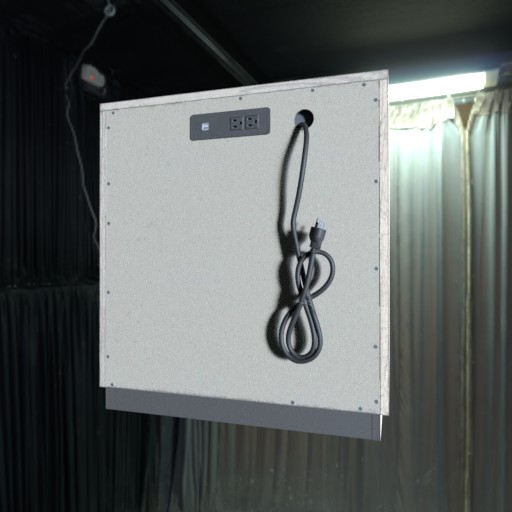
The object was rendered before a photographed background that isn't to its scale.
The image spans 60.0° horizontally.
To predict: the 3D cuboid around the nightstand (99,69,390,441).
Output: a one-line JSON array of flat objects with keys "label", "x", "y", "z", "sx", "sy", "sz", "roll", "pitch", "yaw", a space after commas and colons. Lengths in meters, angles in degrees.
[{"label": "nightstand", "x": 0.000, "y": 0.000, "z": 1.061, "sx": 0.612, "sy": 0.673, "sz": 0.483, "roll": 0, "pitch": 0, "yaw": 17}]
